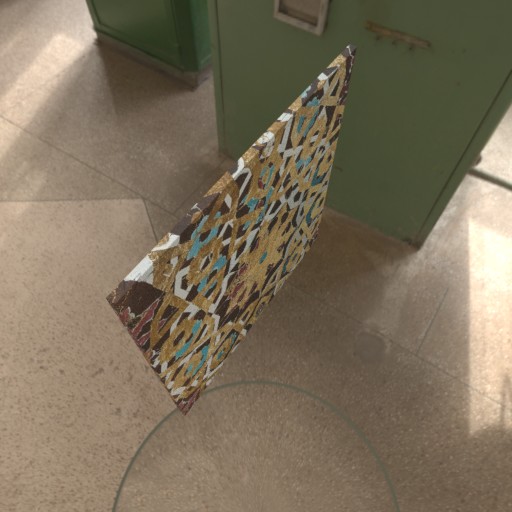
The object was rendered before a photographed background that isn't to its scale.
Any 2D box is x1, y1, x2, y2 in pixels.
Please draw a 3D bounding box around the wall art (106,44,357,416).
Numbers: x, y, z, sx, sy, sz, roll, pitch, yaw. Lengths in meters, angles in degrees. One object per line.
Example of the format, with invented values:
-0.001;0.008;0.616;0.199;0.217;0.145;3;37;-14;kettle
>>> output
0.000;0.000;0.608;0.010;0.406;0.404;30;63;17;wall art
